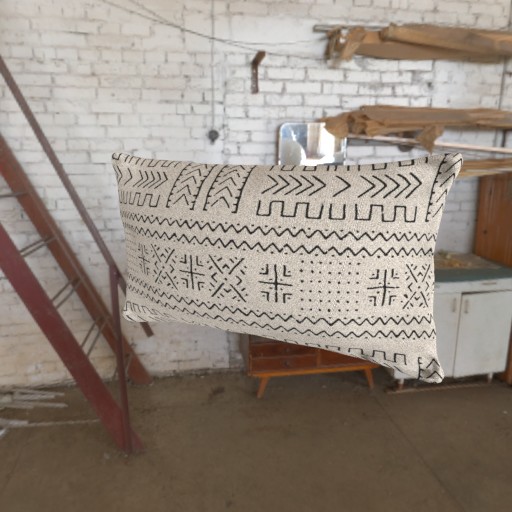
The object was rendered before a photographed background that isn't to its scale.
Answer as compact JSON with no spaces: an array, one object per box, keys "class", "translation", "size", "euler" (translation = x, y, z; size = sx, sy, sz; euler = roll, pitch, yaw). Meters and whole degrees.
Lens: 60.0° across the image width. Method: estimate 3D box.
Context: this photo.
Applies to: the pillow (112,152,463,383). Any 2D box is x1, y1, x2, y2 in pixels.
[{"class":"pillow","translation":[0.000,0.000,0.774],"size":[0.637,0.352,0.188],"euler":[6,15,25]}]
